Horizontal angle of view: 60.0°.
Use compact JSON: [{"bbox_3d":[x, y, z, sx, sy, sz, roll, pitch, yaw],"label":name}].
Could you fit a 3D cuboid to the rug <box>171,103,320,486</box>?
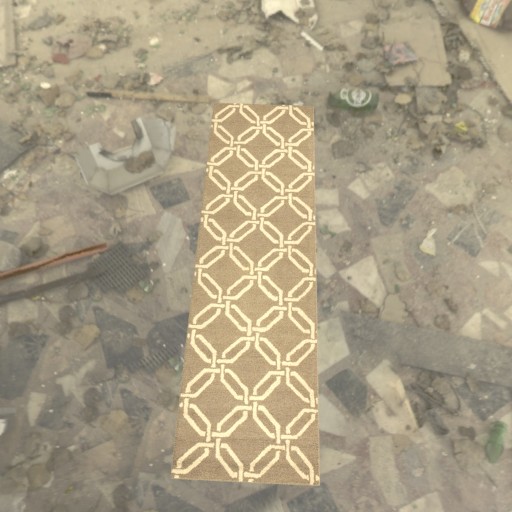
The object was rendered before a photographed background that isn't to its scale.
[{"bbox_3d":[0.000,0.000,2.500,0.678,0.014,2.276,2,64,1],"label":"rug"}]
